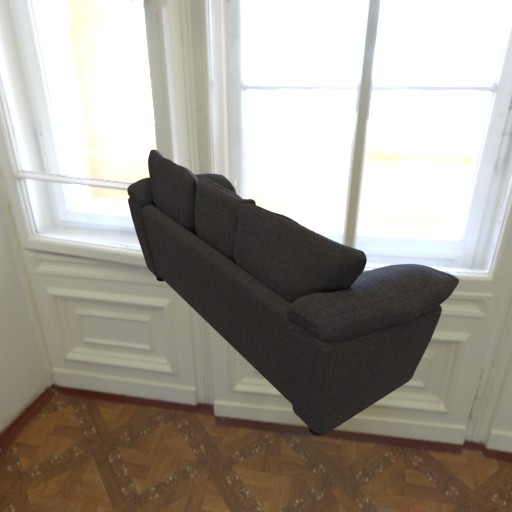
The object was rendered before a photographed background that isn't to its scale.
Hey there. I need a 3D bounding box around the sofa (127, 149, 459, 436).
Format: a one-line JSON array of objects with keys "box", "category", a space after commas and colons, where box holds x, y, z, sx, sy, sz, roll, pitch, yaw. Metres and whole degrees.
[{"box": [0.000, 0.000, 2.922, 0.883, 1.080, 2.336, -18, 32, -31], "category": "sofa"}]
